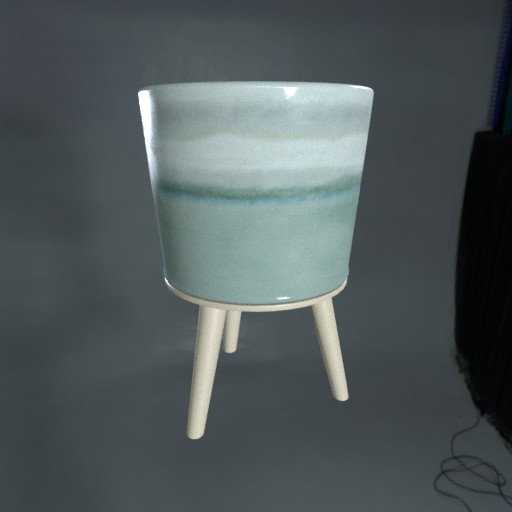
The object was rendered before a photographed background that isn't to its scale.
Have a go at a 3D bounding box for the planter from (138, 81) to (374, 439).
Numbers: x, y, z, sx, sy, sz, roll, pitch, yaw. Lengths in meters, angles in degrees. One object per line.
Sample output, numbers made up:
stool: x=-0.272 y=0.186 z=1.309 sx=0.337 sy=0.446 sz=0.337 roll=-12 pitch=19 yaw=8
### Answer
planter: x=0.000 y=0.000 z=0.573 sx=0.265 sy=0.404 sz=0.265 roll=-3 pitch=18 yaw=-8
